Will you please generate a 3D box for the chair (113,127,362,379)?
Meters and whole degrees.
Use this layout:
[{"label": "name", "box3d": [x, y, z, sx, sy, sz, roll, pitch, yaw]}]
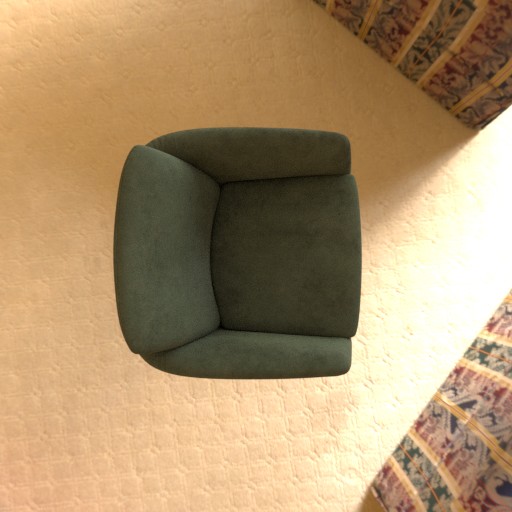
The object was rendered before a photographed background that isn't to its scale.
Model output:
[{"label": "chair", "box3d": [0.000, 0.000, 1.370, 0.635, 0.908, 0.641, 0, 88, 1]}]
